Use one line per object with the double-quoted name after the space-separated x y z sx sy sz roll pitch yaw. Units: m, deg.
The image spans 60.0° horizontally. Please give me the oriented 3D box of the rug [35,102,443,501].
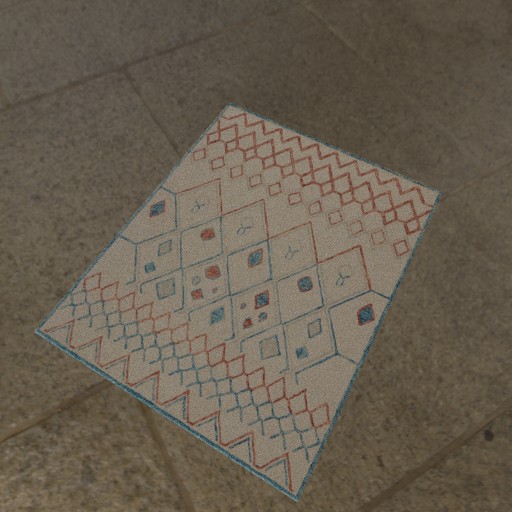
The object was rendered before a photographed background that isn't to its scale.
0.000 0.000 3.976 2.441 0.016 3.050 27 65 14 "rug"
